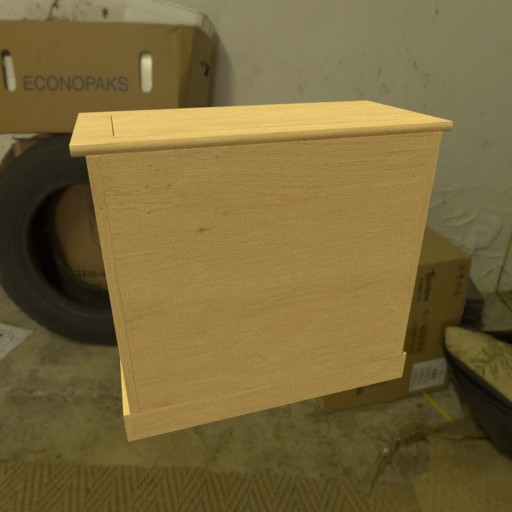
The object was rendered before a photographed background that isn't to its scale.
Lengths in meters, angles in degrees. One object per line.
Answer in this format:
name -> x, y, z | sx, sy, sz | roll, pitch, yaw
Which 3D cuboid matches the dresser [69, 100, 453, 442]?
dresser -> 0.000, 0.000, 1.376 | 0.915, 0.835, 0.440 | -8, 27, -15
